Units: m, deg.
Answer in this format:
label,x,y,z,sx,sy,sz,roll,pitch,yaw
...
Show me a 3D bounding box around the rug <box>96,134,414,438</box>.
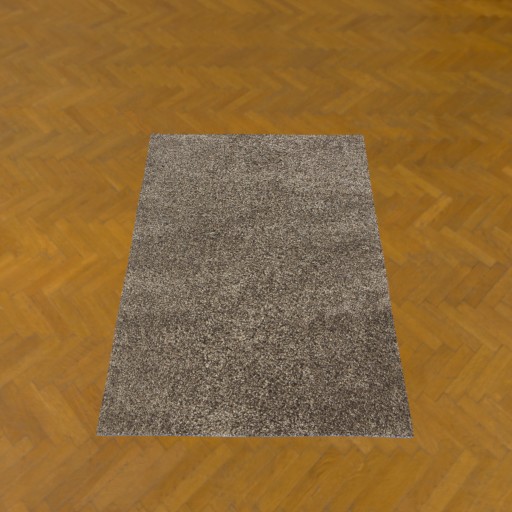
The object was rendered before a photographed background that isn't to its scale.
label,x,y,z,sx,sy,sz,roll,pitch,yaw
rug,0.000,0.000,2.091,1.198,0.025,1.601,0,58,0
